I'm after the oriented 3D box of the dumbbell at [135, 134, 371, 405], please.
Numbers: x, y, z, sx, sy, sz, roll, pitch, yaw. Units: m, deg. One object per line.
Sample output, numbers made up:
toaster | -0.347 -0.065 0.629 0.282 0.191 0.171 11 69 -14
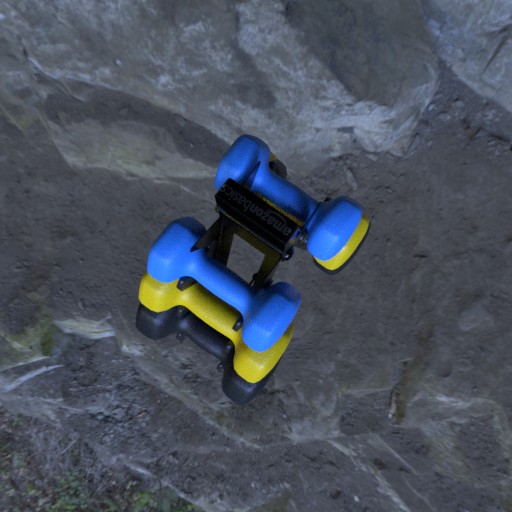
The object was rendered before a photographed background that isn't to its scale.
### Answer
dumbbell | 0.000 0.000 0.672 0.255 0.426 0.409 35 79 8
